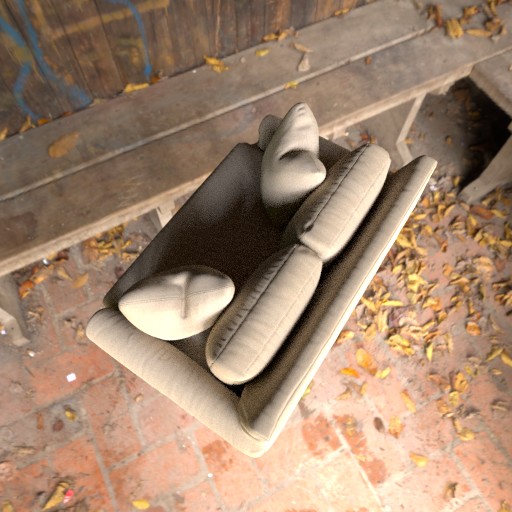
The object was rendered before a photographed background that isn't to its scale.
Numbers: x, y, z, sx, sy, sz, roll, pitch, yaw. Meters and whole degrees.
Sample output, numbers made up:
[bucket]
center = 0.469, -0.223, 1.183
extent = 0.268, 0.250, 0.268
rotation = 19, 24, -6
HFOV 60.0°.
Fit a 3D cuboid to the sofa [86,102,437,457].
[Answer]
[sofa]
center = 0.000, 0.000, 2.198
extent = 1.070, 0.905, 1.550
rotation = 31, 68, 14
